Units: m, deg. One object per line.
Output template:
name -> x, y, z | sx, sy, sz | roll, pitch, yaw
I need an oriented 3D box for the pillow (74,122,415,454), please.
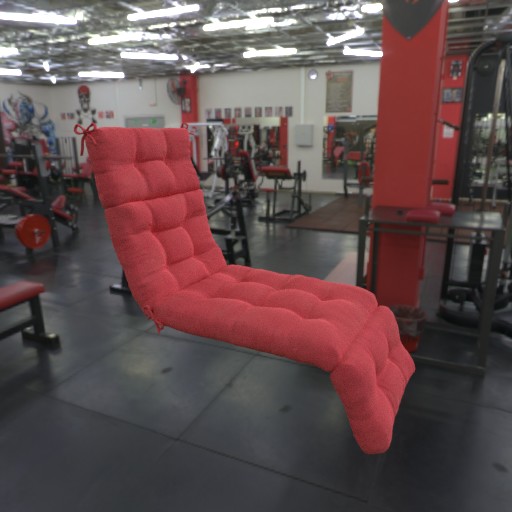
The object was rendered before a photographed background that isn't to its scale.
pillow -> 0.000, 0.000, 1.463 | 1.016, 0.863, 0.526 | 8, 17, 26
